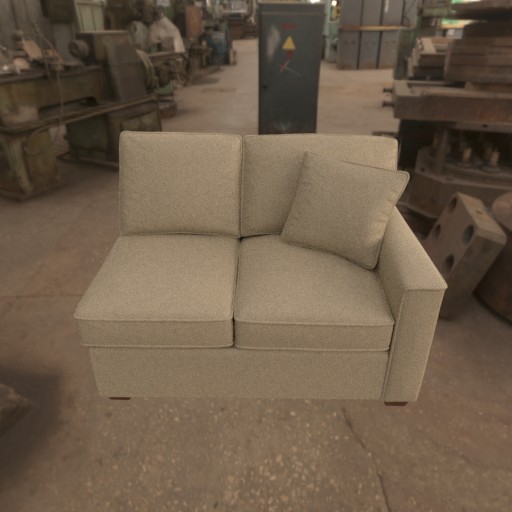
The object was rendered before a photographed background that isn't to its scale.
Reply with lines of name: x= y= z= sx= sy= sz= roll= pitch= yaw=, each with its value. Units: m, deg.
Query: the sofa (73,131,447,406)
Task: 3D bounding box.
sofa: x=0.000 y=0.000 z=2.062 sx=1.388 sy=0.989 sz=0.991 roll=1 pitch=29 yaw=1
